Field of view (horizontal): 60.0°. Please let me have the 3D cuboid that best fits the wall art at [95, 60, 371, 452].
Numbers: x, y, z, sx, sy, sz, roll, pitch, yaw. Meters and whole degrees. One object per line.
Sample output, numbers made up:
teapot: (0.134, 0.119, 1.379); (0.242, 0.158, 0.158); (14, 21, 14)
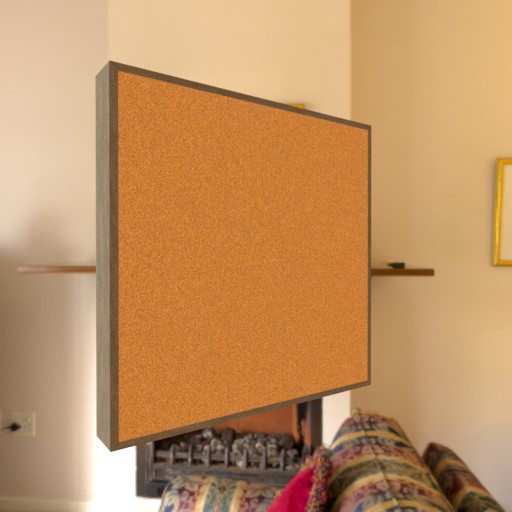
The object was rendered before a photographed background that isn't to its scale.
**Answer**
wall art: (0.000, 0.000, 0.444); (0.303, 0.302, 0.038); (0, 1, -35)
